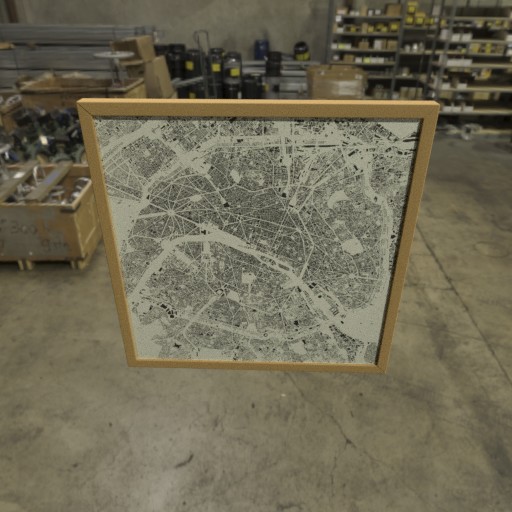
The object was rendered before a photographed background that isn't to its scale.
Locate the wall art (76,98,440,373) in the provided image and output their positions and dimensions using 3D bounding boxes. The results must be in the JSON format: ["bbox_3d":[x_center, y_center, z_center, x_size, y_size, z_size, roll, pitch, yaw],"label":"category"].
[{"bbox_3d":[0.000,0.000,1.133,0.761,0.761,0.037,1,30,2],"label":"wall art"}]
